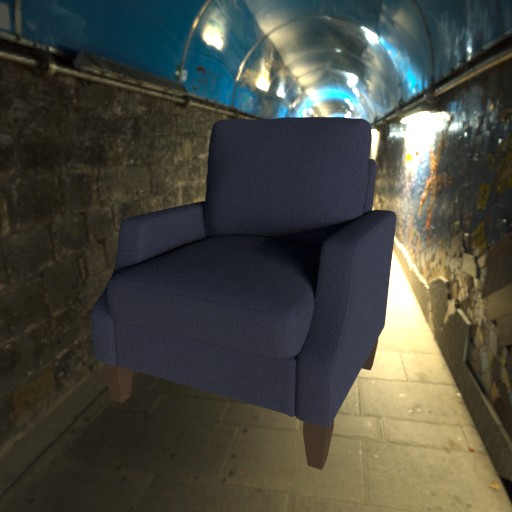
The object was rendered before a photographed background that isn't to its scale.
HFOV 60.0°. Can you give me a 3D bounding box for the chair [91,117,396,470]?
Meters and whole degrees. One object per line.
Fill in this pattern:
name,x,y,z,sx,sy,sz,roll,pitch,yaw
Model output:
chair,0.000,0.000,1.623,0.855,0.991,0.897,7,16,25
